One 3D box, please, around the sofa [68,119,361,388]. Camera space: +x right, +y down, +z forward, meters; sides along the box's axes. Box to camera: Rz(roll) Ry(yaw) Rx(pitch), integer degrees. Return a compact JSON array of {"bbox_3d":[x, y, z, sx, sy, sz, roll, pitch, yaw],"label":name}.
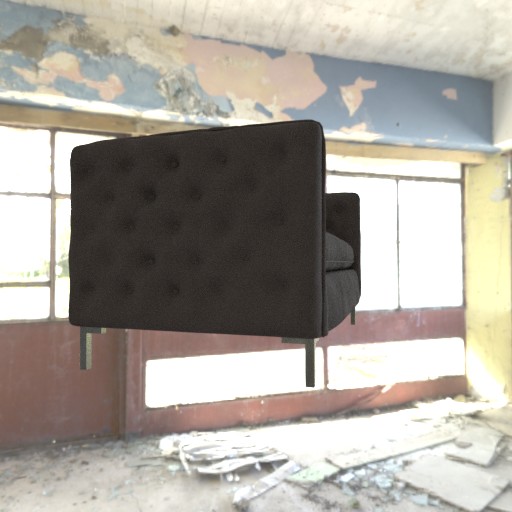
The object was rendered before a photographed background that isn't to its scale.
[{"bbox_3d":[0.000,0.000,2.138,0.909,0.810,1.583,0,-1,17],"label":"sofa"}]
